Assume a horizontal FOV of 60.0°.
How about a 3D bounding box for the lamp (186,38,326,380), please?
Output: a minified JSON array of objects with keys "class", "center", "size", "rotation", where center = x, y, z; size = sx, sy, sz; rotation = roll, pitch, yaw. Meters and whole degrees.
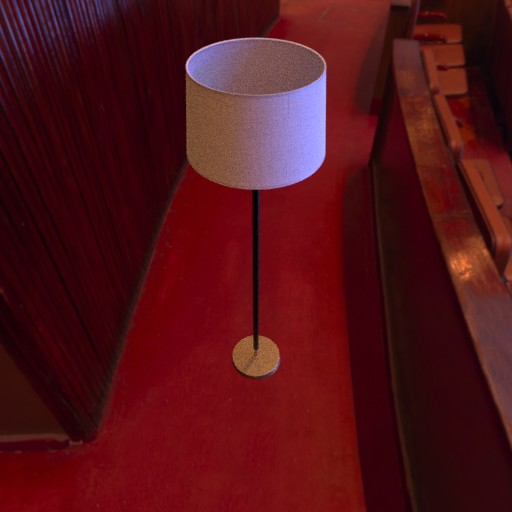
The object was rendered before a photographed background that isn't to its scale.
[{"class":"lamp","center":[0.000,0.000,1.684],"size":[0.420,1.447,0.420],"rotation":[0,45,0]}]
